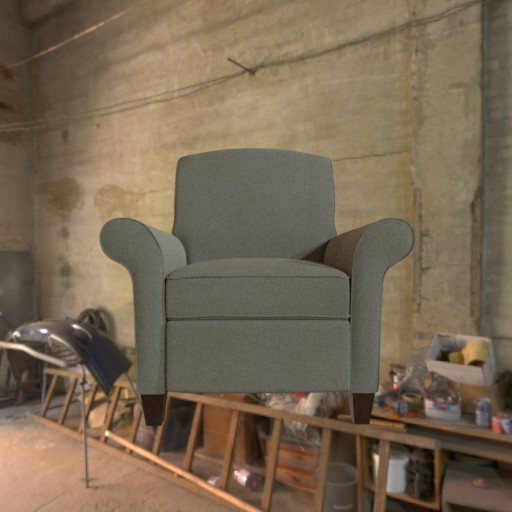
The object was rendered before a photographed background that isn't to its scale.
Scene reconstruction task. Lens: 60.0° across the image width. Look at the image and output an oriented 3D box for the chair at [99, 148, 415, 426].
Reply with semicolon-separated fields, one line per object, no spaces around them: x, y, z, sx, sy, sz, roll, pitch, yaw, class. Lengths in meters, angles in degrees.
0.000;0.000;1.801;0.978;1.061;0.905;0;0;-1;chair
